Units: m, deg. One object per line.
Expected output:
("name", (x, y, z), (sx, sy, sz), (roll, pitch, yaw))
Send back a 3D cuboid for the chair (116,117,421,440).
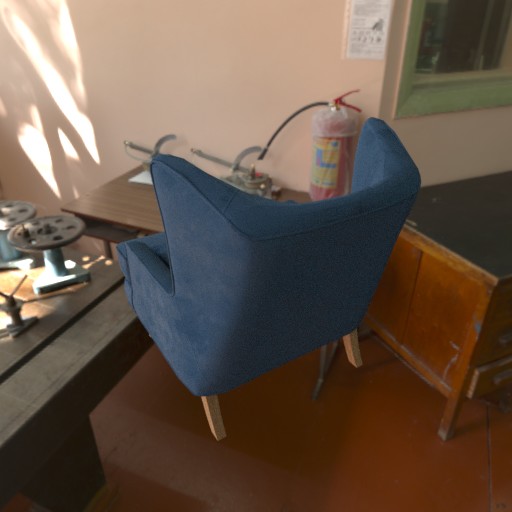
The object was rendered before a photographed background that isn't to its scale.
("chair", (0.000, 0.000, 1.613), (0.793, 0.952, 0.910), (-18, 35, -28))
